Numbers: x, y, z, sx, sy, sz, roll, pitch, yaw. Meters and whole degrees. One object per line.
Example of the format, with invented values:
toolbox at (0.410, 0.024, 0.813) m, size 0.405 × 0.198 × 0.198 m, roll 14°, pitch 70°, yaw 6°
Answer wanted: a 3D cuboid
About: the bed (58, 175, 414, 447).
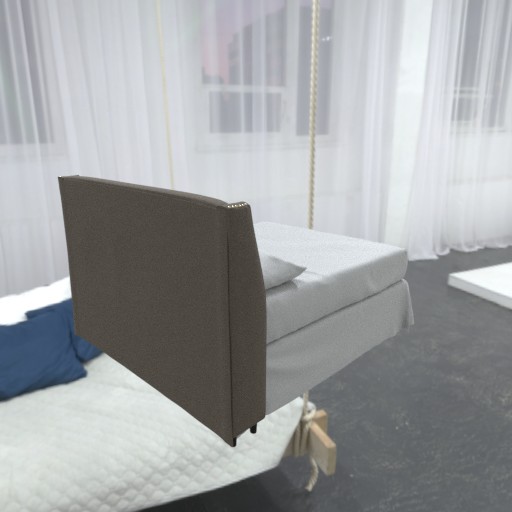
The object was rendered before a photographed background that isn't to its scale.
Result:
bed at (0.000, 0.000, 3.558) m, size 1.925 × 1.332 × 2.276 m, roll 15°, pitch 22°, yaw 43°
